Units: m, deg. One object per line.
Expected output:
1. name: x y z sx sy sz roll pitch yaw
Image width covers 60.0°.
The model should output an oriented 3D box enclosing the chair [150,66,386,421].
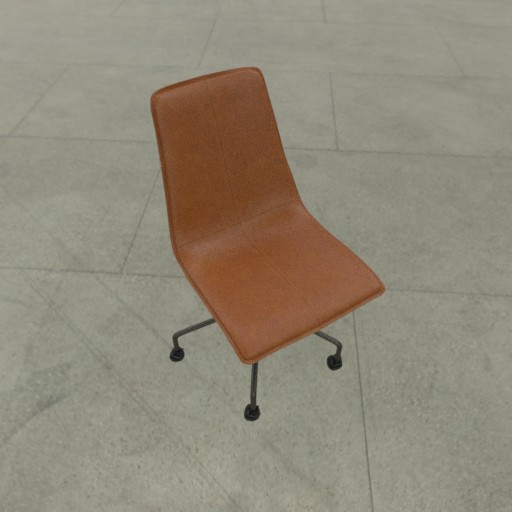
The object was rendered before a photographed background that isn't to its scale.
1. chair: 0.000 0.000 1.384 0.651 0.920 0.660 -24 51 -21
